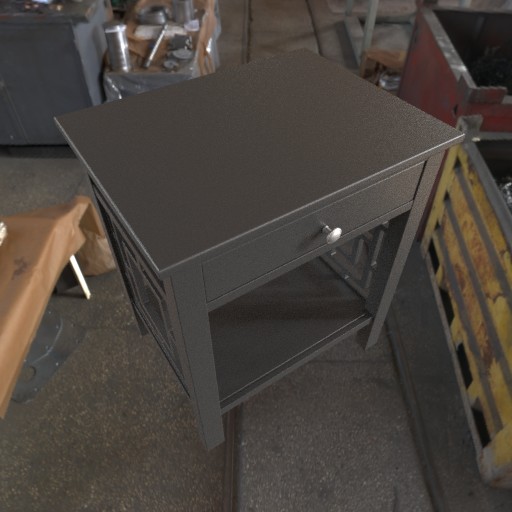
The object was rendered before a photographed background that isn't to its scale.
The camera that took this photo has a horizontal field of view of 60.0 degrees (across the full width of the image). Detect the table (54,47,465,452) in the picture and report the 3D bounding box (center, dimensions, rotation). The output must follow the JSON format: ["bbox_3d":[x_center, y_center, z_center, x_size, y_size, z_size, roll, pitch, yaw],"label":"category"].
[{"bbox_3d":[0.000,0.000,0.995,0.564,0.646,0.451,-26,52,-22],"label":"table"}]
